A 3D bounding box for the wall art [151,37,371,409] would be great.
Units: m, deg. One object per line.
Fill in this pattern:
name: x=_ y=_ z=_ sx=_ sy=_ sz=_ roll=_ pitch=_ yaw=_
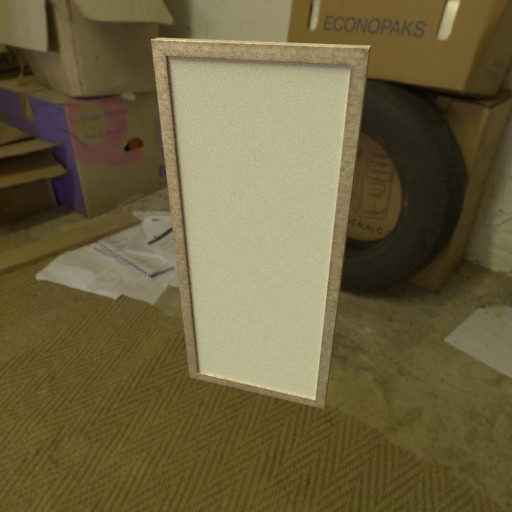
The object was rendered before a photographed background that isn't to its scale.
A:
wall art: x=0.000 y=0.000 z=1.671 sx=0.648 sy=1.461 sz=0.051 roll=9 pitch=33 yaw=14
